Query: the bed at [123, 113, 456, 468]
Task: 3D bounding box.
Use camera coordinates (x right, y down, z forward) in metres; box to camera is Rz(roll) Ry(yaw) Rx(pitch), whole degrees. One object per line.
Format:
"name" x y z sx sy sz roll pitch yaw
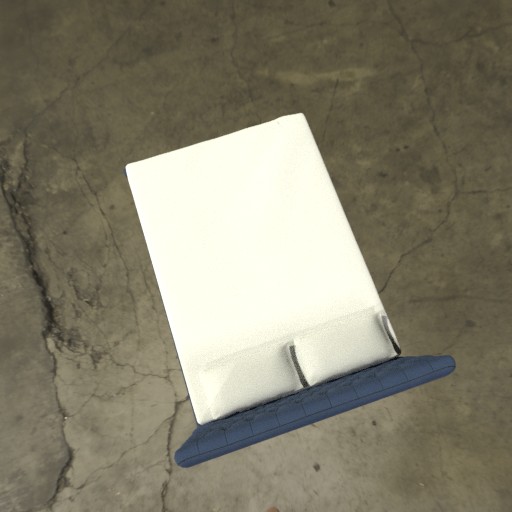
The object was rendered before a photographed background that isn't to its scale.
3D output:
"bed" 0.000 0.000 3.441 1.706 1.427 2.387 -18 77 -4
